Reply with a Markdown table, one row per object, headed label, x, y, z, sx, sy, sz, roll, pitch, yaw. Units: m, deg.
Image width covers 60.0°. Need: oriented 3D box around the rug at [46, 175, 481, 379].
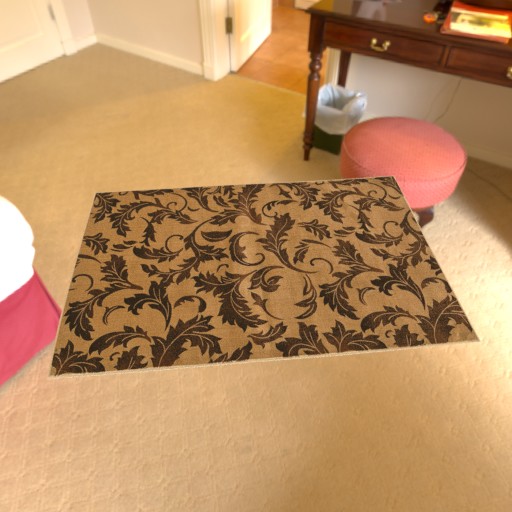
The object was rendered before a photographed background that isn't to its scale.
| label | x | y | z | sx | sy | sz | roll | pitch | yaw |
| --- | --- | --- | --- | --- | --- | --- | --- | --- | --- |
| rug | 0.000 | 0.000 | 2.825 | 2.284 | 0.008 | 1.522 | -4 | 46 | -4 |
